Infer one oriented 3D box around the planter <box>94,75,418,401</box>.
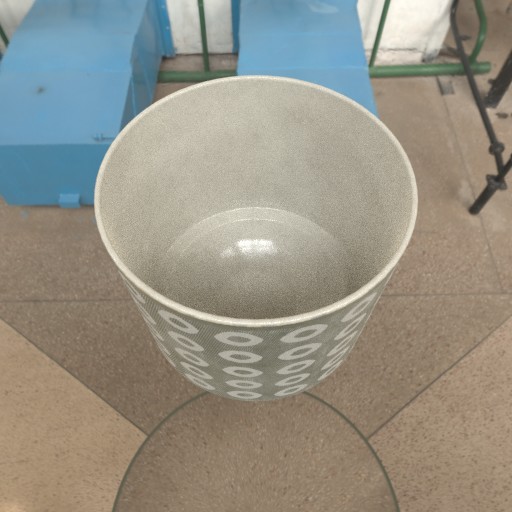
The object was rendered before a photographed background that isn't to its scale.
[{"bbox_3d":[0.000,0.000,0.341,0.190,0.181,0.190,0,58,0],"label":"planter"}]
